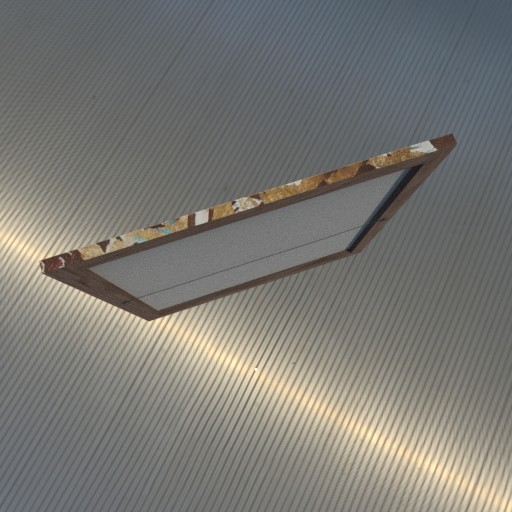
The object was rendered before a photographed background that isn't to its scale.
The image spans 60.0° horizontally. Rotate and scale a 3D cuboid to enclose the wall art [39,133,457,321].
[{"bbox_3d":[0.000,0.000,1.137,0.757,0.762,0.028,-18,76,-4],"label":"wall art"}]
